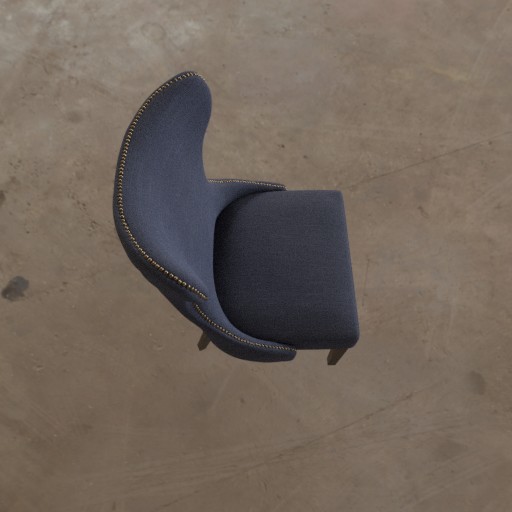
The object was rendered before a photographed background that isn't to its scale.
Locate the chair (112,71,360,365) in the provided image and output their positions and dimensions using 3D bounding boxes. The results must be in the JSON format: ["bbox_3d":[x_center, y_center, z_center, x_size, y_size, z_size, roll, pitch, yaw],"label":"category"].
[{"bbox_3d":[0.000,0.000,1.411,0.635,0.967,0.628,-1,65,-1],"label":"chair"}]
